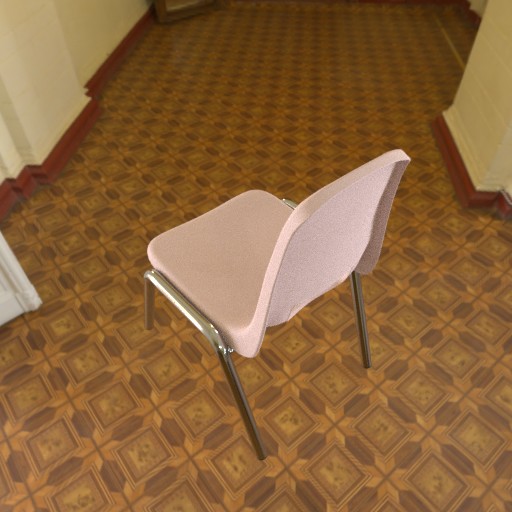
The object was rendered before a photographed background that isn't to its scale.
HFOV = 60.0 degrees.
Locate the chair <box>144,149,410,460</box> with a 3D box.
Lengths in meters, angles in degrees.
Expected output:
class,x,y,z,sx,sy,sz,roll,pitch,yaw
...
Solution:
class,x,y,z,sx,sy,sz,roll,pitch,yaw
chair,0.000,0.000,0.823,0.354,0.586,0.423,-31,53,-27
